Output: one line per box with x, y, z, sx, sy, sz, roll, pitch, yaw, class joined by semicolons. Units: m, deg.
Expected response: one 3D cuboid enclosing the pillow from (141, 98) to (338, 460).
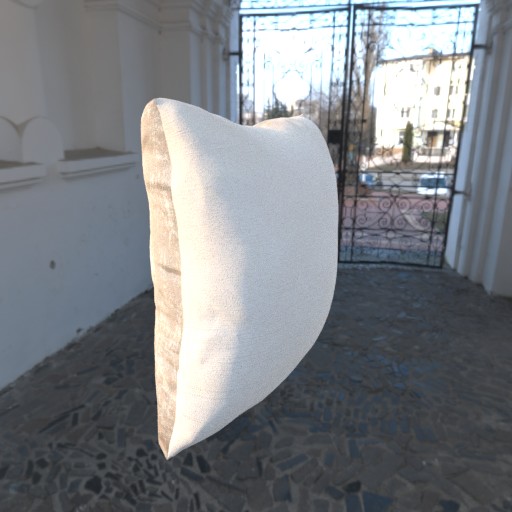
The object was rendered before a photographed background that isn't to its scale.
0.000;0.000;0.701;0.245;0.448;0.450;9;18;27;pillow
